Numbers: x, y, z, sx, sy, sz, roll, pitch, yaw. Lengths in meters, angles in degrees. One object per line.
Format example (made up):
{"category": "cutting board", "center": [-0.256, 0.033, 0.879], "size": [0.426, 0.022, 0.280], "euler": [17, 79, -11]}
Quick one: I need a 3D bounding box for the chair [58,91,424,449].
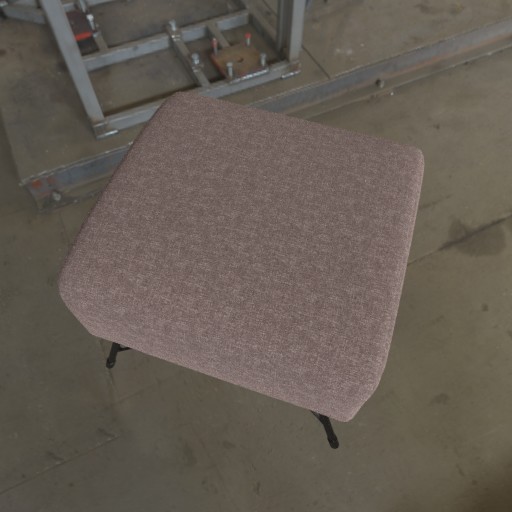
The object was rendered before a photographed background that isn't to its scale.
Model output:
{"category": "chair", "center": [0.000, 0.000, 0.888], "size": [0.530, 0.410, 0.530], "euler": [16, 61, 9]}
